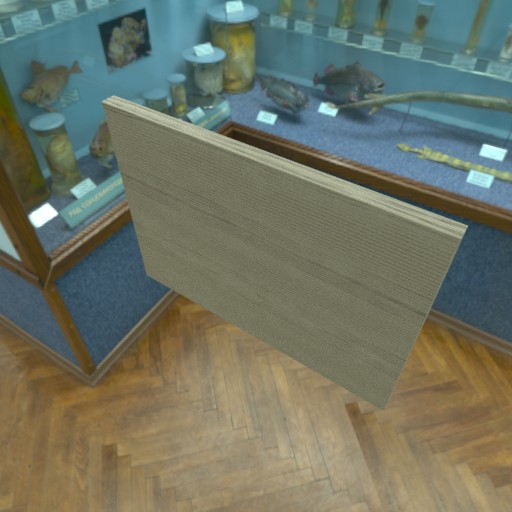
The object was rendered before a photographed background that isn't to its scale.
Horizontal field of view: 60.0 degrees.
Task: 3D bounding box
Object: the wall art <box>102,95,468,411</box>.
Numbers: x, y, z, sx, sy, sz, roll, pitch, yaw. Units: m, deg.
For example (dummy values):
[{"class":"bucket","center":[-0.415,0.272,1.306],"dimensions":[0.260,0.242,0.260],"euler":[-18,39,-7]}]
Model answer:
[{"class":"wall art","center":[0.000,0.000,1.114],"dimensions":[0.841,0.609,0.063],"euler":[26,51,23]}]
